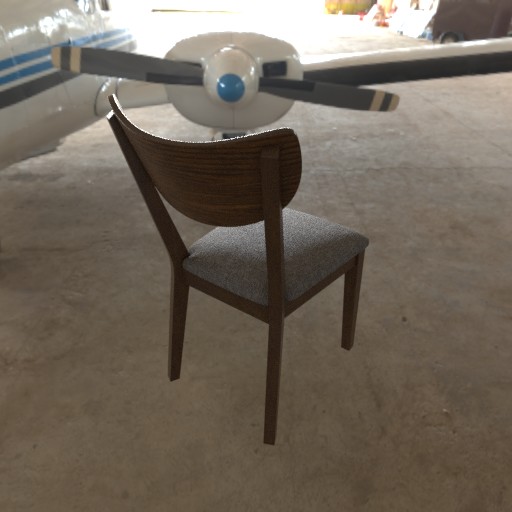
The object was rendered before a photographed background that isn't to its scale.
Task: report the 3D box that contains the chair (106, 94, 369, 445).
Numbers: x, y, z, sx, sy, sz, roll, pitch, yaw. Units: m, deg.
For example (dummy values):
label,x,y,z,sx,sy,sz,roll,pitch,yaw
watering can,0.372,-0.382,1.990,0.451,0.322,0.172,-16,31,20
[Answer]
label,x,y,z,sx,sy,sz,roll,pitch,yaw
chair,0.000,0.000,1.200,0.491,0.849,0.583,21,37,32
